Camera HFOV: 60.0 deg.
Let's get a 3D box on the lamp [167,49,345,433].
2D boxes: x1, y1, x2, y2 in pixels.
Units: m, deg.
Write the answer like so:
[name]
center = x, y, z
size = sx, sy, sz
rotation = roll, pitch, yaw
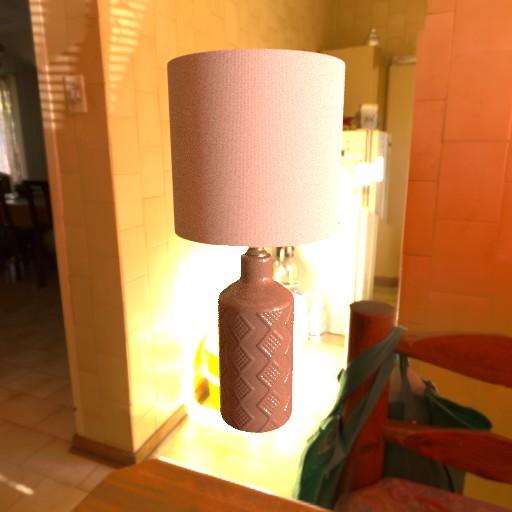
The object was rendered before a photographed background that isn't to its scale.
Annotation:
[lamp]
center = 0.000, 0.000, 0.580
size = 0.207, 0.461, 0.207
rotation = -2, 14, -8
